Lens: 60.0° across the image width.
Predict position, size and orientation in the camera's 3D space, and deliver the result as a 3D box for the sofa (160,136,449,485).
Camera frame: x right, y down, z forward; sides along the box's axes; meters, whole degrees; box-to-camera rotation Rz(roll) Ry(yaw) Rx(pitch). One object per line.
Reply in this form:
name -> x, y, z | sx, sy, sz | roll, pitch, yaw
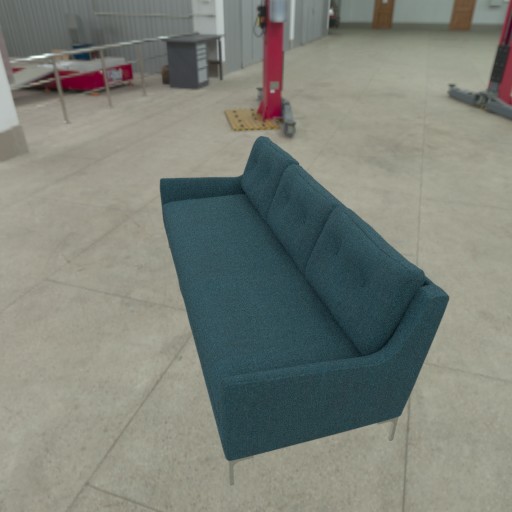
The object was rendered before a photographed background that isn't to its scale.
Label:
sofa -> 0.000, 0.000, 2.477 | 0.849, 0.837, 2.060 | -9, 32, -14
